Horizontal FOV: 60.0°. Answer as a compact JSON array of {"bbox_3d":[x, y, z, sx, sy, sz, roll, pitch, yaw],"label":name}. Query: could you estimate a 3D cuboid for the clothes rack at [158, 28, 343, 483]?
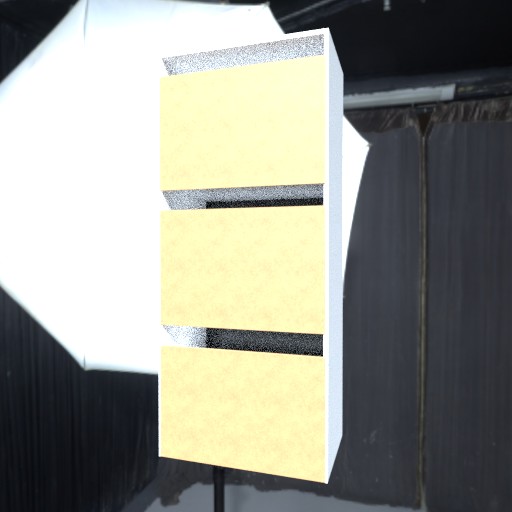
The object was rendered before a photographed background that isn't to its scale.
[{"bbox_3d":[0.000,0.000,1.388,0.500,1.187,0.330,0,1,18],"label":"clothes rack"}]
